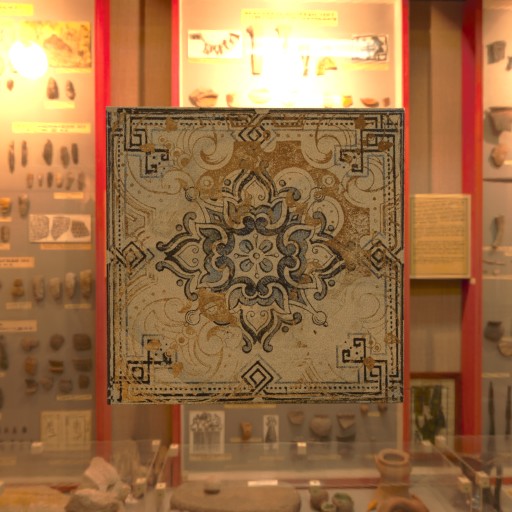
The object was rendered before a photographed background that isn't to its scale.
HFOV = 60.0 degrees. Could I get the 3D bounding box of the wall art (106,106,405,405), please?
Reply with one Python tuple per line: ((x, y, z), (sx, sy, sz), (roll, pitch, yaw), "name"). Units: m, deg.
((0.000, 0.000, 0.922), (0.609, 0.607, 0.036), (0, 1, -1), "wall art")
